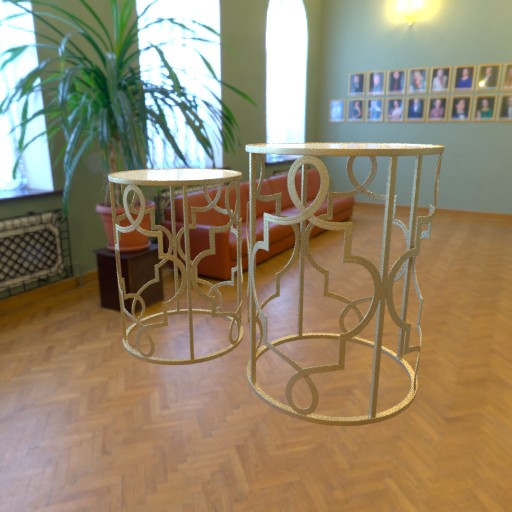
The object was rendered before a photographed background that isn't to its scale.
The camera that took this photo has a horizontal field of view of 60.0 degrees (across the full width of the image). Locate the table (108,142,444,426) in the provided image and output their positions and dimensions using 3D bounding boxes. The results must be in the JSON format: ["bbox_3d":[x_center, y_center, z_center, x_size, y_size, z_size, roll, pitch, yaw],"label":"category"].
[{"bbox_3d":[0.000,0.000,1.149,0.846,0.564,0.420,8,18,27],"label":"table"}]
